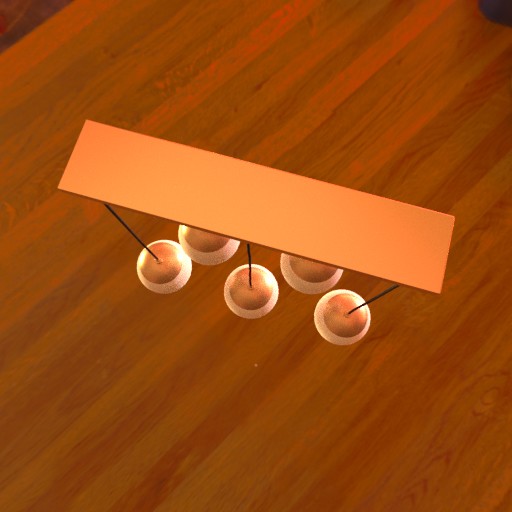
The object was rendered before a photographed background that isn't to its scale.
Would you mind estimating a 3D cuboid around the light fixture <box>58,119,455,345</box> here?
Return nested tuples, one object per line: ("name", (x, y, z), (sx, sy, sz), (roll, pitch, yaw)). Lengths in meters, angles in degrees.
("light fixture", (0.000, 0.000, 1.285), (0.863, 0.869, 0.299), (16, 77, 4))
